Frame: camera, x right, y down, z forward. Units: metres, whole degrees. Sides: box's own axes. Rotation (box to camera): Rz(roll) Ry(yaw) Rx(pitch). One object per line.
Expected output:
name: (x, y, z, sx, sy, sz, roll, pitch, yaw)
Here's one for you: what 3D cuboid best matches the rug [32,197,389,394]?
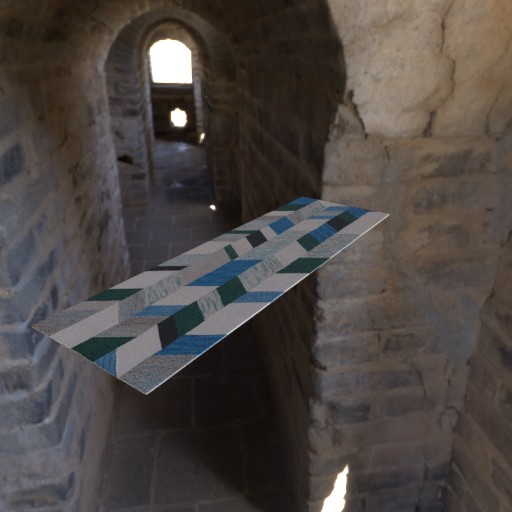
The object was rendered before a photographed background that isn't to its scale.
rug: (0.000, 0.000, 2.711, 0.774, 0.008, 2.437, 17, 30, 32)
